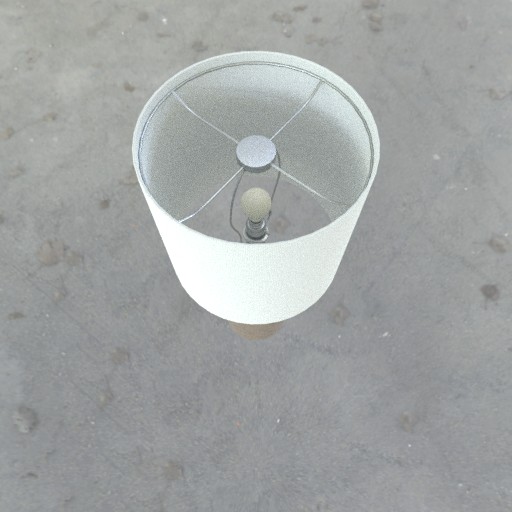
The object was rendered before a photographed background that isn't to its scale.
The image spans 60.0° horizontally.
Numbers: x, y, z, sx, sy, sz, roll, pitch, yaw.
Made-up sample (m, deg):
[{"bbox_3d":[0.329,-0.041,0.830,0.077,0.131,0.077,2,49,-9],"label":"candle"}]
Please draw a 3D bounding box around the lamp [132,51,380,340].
[{"bbox_3d":[0.000,0.000,0.579,0.207,0.461,0.207,36,69,16],"label":"lamp"}]
